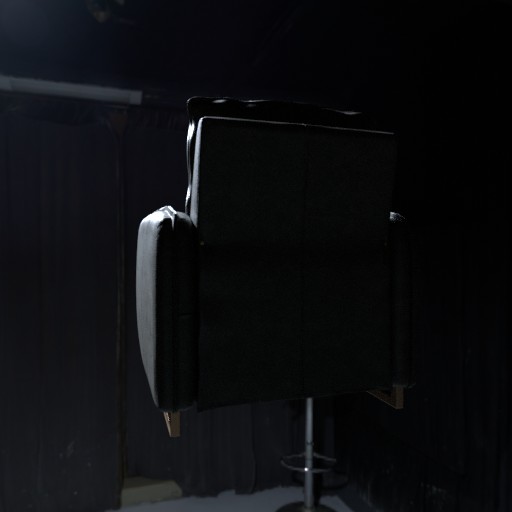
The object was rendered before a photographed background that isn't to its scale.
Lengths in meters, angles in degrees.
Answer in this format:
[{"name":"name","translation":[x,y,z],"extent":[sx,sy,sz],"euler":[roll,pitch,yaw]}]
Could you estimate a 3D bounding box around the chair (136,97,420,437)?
[{"name":"chair","translation":[0.000,0.000,1.617],"extent":[0.830,0.921,0.921],"euler":[0,1,-17]}]
